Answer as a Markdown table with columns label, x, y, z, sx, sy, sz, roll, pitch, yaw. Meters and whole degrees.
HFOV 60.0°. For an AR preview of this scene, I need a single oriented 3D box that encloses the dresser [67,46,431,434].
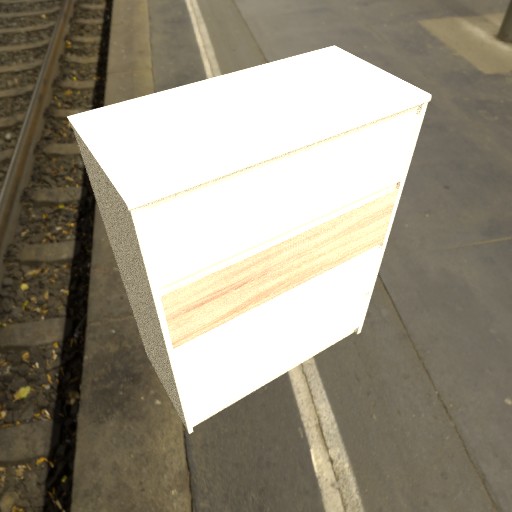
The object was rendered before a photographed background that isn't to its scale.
| label | x | y | z | sx | sy | sz | roll | pitch | yaw |
| --- | --- | --- | --- | --- | --- | --- | --- | --- | --- |
| dresser | 0.000 | 0.000 | 1.442 | 0.800 | 1.040 | 0.380 | -24 | 51 | -22 |
